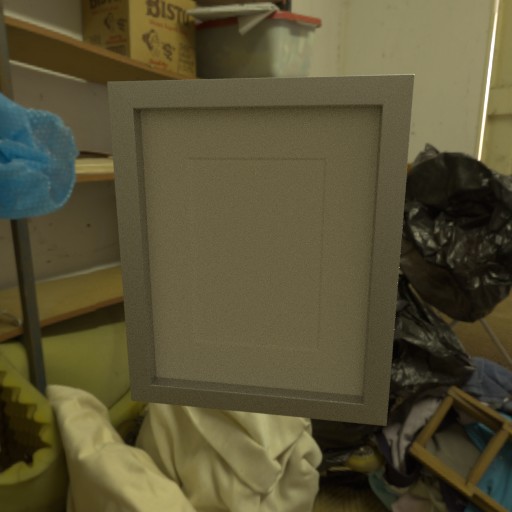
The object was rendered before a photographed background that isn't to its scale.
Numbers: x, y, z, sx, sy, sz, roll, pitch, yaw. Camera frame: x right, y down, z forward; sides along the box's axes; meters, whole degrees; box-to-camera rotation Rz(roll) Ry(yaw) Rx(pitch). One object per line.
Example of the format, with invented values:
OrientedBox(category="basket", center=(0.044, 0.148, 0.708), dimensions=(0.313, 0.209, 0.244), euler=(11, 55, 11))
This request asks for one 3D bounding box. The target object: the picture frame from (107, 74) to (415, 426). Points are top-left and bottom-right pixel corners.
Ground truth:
OrientedBox(category="picture frame", center=(0.000, 0.000, 0.381), dimensions=(0.233, 0.282, 0.036), euler=(2, 14, 9))
